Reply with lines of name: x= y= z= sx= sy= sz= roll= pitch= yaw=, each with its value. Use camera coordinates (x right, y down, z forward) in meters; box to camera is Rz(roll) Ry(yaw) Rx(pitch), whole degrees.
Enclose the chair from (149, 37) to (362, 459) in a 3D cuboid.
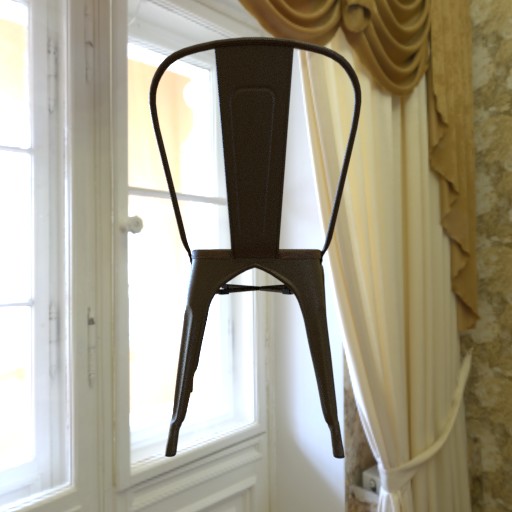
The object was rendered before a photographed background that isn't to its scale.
chair: x=0.000 y=0.000 z=1.114 sx=0.451 sy=0.844 sz=0.532 roll=0 pitch=0 yaw=1
